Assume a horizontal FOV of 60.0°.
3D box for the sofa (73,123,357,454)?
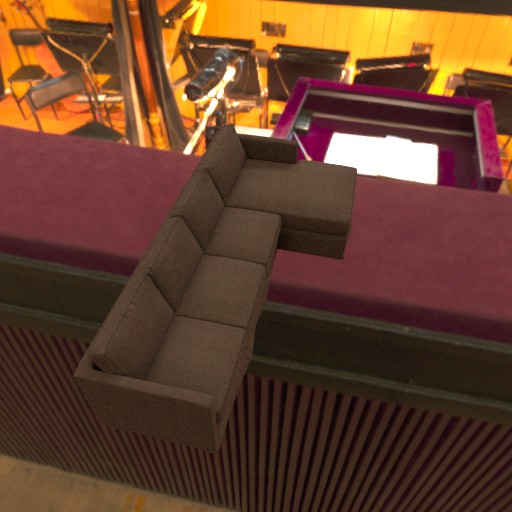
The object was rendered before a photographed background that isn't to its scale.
[{"bbox_3d":[0.000,0.000,3.961,1.650,0.922,3.205,9,46,9],"label":"sofa"}]
